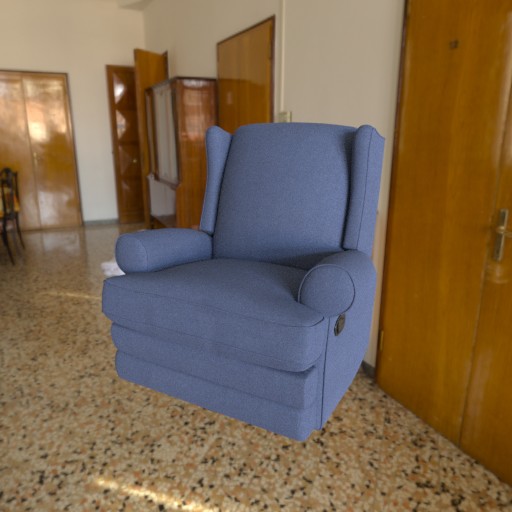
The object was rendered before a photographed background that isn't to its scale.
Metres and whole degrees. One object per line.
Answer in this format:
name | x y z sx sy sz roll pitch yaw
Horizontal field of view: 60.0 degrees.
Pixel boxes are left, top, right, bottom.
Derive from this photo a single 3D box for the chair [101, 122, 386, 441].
chair | 0.000 0.000 1.745 0.971 1.020 0.877 8 18 28
